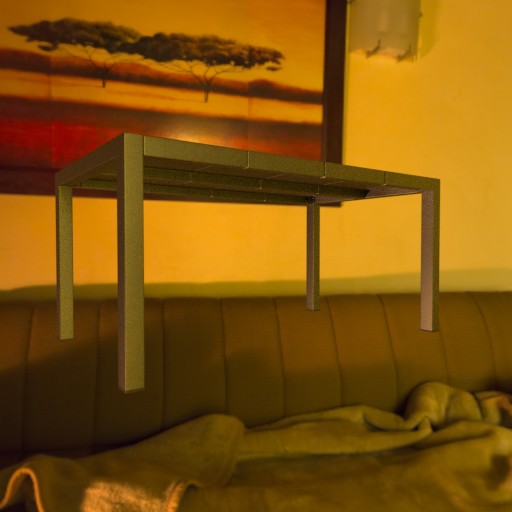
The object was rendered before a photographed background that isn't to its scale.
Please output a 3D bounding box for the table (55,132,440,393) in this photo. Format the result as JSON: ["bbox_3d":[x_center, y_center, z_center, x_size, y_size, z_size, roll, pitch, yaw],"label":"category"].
[{"bbox_3d":[0.000,0.000,1.282,0.965,0.460,0.559,-1,2,-36],"label":"table"}]
